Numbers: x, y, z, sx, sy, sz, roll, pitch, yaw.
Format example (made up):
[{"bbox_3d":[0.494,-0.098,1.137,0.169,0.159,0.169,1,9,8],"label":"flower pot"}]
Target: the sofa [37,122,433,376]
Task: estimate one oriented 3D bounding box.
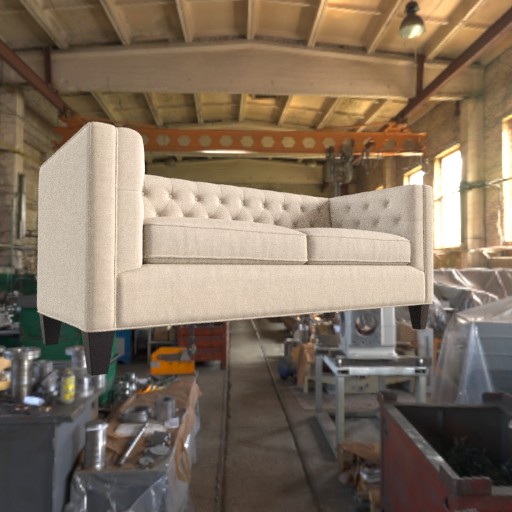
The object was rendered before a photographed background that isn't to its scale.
[{"bbox_3d":[0.000,0.000,2.125,1.778,0.762,0.775,1,-2,-36],"label":"sofa"}]
